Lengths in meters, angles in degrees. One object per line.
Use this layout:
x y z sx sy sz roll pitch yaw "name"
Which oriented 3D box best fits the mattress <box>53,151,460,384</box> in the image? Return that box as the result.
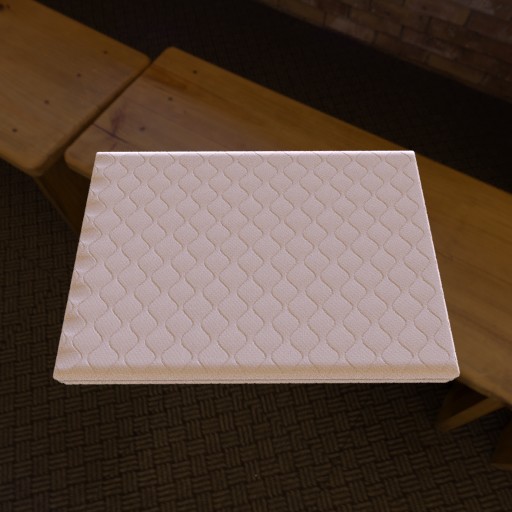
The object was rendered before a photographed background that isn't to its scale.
0.000 0.000 2.535 2.000 0.200 1.400 0 64 0 "mattress"
